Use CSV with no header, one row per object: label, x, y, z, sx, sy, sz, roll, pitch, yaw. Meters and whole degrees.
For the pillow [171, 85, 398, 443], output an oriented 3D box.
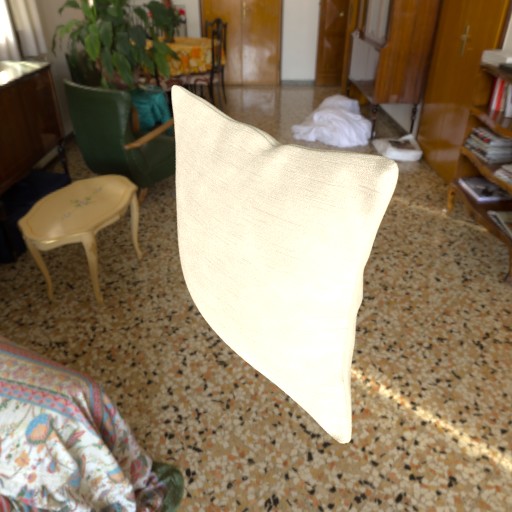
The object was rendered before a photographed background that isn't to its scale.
pillow,0.000,0.000,0.658,0.162,0.420,0.437,-21,38,-30
